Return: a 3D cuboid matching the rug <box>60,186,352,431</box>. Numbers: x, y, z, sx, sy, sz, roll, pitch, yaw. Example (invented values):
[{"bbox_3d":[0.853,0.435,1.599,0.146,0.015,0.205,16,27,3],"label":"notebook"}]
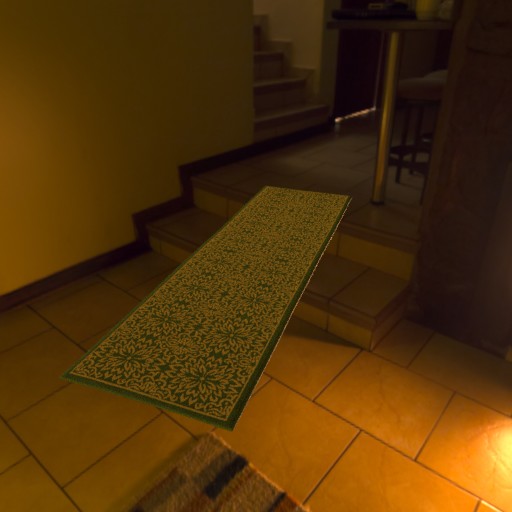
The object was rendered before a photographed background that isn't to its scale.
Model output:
[{"bbox_3d":[0.000,0.000,2.363,0.662,0.011,2.196,10,29,18],"label":"rug"}]
